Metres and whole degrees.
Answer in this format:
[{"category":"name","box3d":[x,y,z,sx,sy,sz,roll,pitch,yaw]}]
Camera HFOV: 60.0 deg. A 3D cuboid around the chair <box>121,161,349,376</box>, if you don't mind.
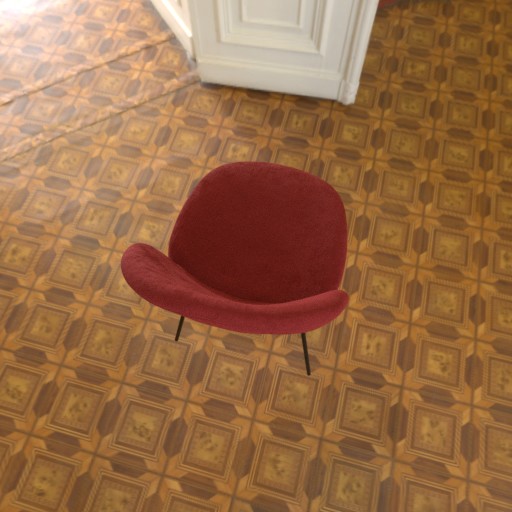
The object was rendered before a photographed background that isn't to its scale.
[{"category":"chair","box3d":[0.000,0.000,1.150,0.458,0.791,0.587,13,66,6]}]
